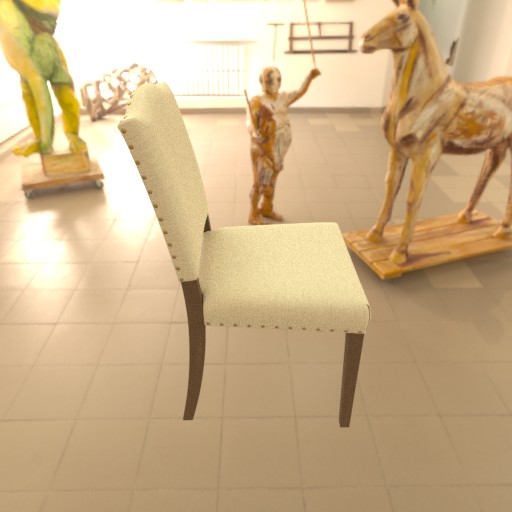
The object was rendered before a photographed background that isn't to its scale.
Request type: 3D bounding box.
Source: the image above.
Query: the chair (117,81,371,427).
[{"bbox_3d":[0.000,0.000,1.383,0.619,1.015,0.508,-1,32,-1],"label":"chair"}]
